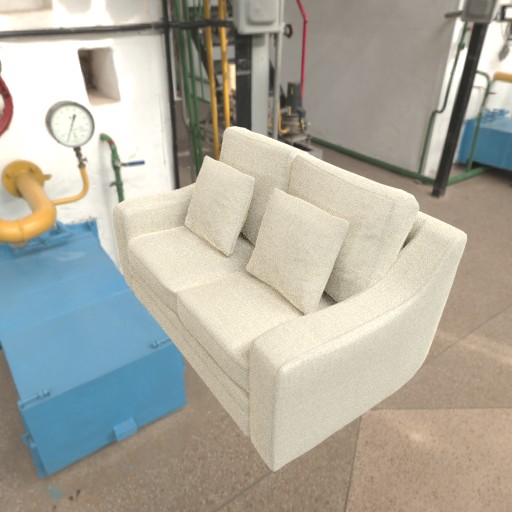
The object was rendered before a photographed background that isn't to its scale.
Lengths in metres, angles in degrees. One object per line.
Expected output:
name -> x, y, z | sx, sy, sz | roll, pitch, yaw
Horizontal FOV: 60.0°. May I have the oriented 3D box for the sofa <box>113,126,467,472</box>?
sofa -> 0.000, 0.000, 2.397 | 1.040, 1.047, 1.744 | -20, 37, -29
